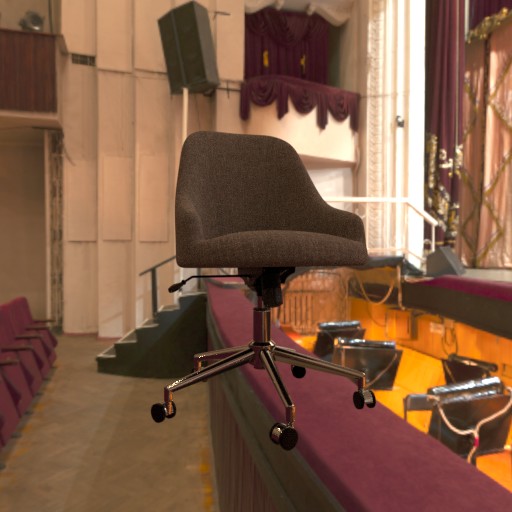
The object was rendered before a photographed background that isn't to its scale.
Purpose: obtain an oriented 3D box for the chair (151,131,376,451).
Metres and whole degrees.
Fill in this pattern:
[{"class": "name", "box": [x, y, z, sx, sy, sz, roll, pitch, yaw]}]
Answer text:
[{"class": "chair", "box": [0.000, 0.000, 1.426, 0.671, 0.950, 0.712, 0, 1, -17]}]
